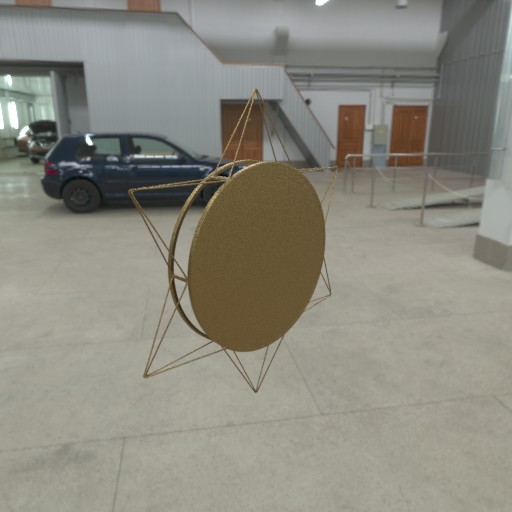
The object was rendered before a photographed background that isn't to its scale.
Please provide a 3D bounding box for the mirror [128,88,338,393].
[{"bbox_3d":[0.000,0.000,0.819,0.062,0.581,0.498,16,23,42],"label":"mirror"}]
